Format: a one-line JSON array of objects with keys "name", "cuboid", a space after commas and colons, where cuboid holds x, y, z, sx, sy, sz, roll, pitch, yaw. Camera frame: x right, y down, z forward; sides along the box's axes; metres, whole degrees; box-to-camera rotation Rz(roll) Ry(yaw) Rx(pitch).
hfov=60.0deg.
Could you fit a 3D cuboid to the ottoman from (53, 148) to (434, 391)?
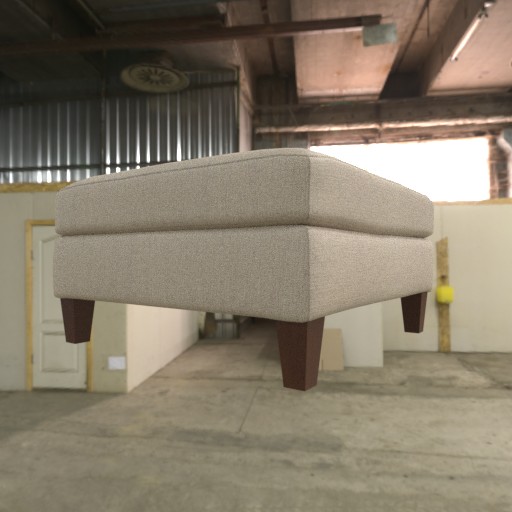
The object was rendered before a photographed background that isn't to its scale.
[{"name": "ottoman", "cuboid": [0.000, 0.000, 1.327, 0.838, 0.481, 0.838, 0, 0, 36]}]
